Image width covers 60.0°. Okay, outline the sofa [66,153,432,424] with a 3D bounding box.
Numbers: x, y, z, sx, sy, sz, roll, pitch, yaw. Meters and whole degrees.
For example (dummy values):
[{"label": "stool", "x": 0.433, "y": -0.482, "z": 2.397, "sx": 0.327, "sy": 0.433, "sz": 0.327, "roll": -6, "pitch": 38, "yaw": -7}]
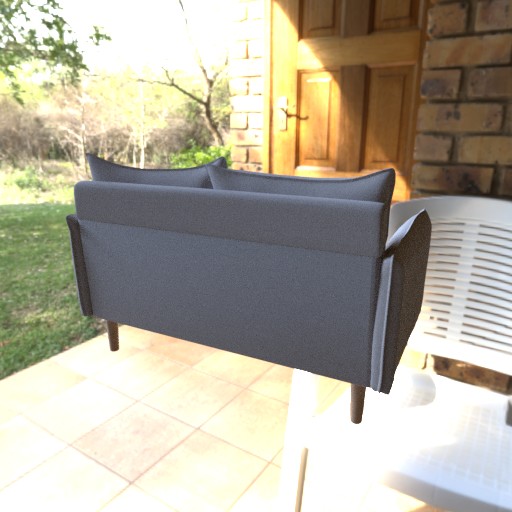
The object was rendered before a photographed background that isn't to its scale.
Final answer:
[{"label": "sofa", "x": 0.000, "y": 0.000, "z": 1.851, "sx": 1.300, "sy": 0.840, "sz": 0.820, "roll": 8, "pitch": 18, "yaw": 26}]
